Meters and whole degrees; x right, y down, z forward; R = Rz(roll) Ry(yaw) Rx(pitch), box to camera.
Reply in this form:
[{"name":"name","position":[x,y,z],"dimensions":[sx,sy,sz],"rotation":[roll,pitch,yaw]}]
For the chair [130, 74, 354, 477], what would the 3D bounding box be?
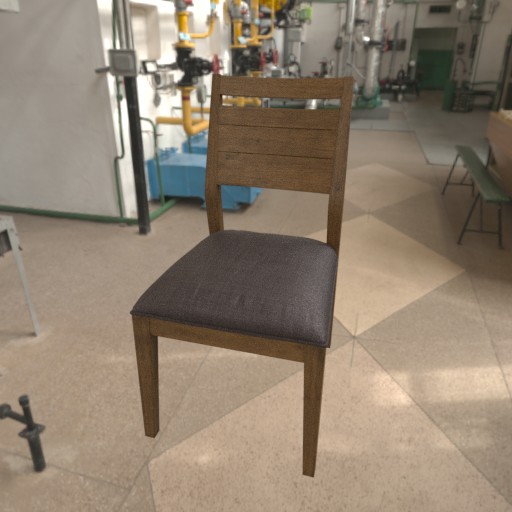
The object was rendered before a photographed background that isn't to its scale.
[{"name":"chair","position":[0.000,0.000,1.281],"dimensions":[0.501,0.939,0.610],"rotation":[7,27,14]}]
